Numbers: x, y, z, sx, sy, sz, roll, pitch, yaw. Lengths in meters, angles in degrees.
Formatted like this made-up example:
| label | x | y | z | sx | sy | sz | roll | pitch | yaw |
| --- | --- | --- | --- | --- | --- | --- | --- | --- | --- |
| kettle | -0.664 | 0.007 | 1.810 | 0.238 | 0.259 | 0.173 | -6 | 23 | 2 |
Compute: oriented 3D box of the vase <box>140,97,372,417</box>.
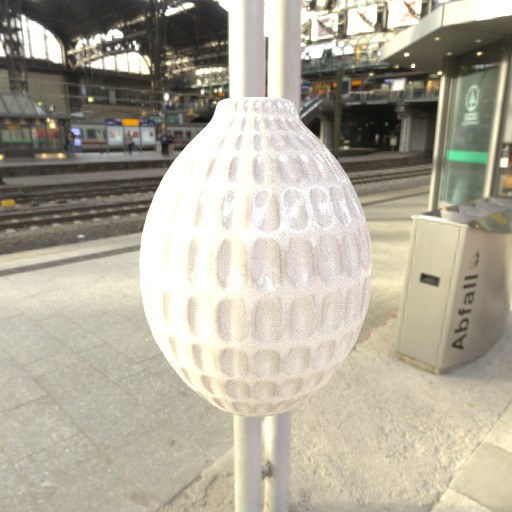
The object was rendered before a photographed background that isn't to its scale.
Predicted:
| label | x | y | z | sx | sy | sz | roll | pitch | yaw |
| --- | --- | --- | --- | --- | --- | --- | --- | --- | --- |
| vase | 0.000 | 0.000 | 0.251 | 0.128 | 0.167 | 0.128 | 0 | 15 | 0 |
